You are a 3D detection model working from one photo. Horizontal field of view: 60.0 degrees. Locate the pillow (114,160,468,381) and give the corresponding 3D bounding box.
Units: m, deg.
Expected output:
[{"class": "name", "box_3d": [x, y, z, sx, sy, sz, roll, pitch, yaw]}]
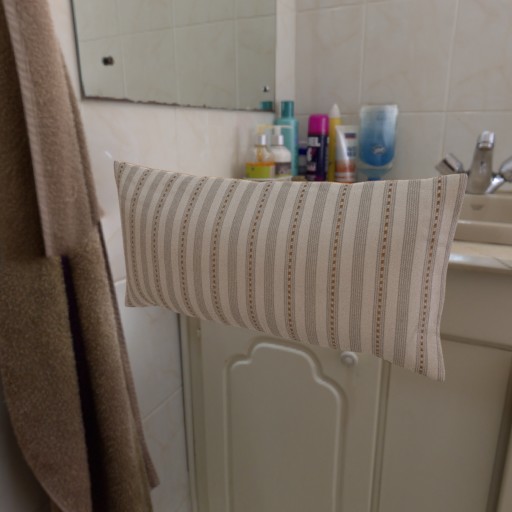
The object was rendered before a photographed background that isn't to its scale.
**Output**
[{"class": "pillow", "box_3d": [0.000, 0.000, 0.729, 0.608, 0.291, 0.151, 8, 17, 27]}]
